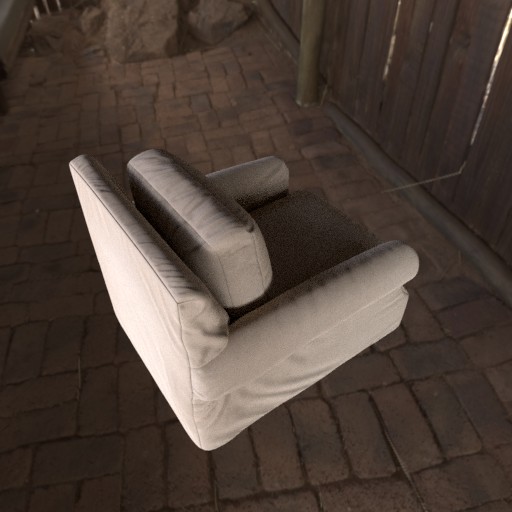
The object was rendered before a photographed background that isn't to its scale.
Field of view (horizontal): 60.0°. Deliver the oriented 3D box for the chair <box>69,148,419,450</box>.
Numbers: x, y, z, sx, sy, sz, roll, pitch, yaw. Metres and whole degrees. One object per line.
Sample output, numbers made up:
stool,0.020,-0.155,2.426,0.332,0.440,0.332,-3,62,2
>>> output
chair,0.000,0.000,1.757,1.066,0.866,0.940,-25,47,-26
